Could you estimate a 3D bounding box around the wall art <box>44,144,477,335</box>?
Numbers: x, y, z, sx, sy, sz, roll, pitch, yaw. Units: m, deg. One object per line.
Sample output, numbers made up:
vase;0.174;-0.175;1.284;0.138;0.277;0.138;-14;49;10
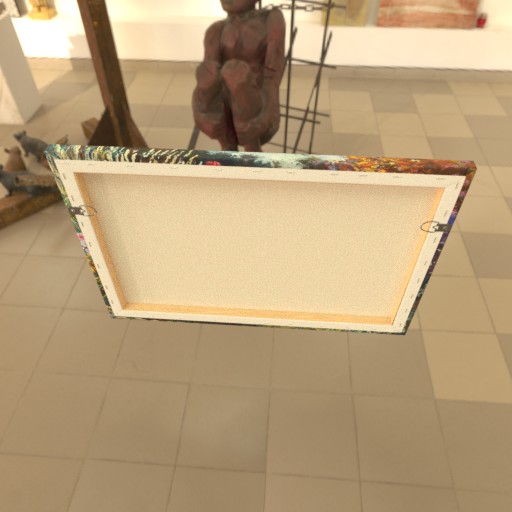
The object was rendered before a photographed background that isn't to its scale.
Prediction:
wall art;0.000;0.000;1.445;1.136;0.760;0.042;3;46;3
